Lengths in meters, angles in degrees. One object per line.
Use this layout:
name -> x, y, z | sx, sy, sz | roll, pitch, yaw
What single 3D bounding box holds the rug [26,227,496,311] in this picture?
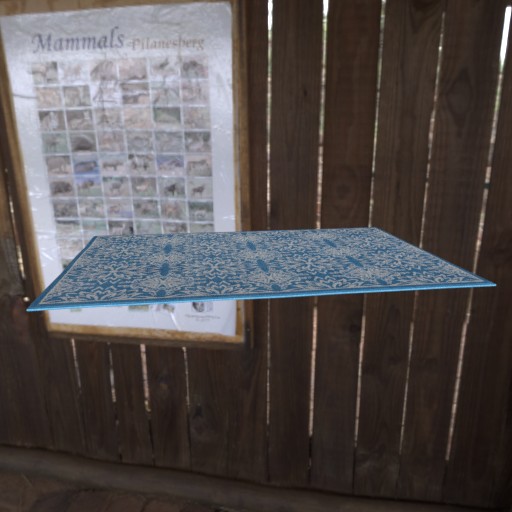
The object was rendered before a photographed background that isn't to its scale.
rug -> 0.000, 0.000, 3.447 | 2.769, 0.018, 1.830 | -2, 15, -8
